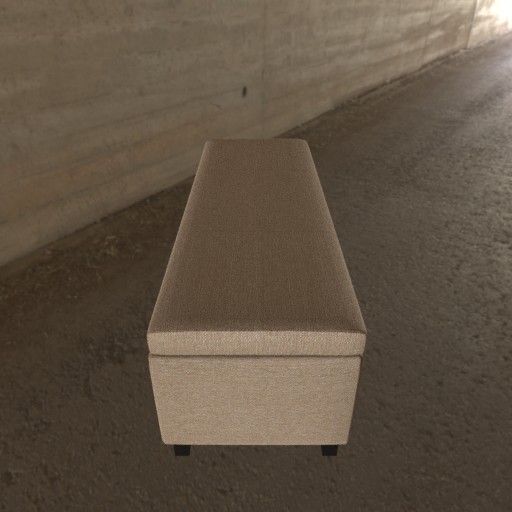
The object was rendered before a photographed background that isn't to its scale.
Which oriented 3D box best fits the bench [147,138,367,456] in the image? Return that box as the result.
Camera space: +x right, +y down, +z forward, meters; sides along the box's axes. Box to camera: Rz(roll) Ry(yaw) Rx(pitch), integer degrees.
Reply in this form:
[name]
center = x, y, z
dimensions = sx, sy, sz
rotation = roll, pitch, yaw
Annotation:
[bench]
center = 0.000, 0.000, 1.496
dimensions = 0.446, 0.438, 1.269
rotation = 0, 32, 0
